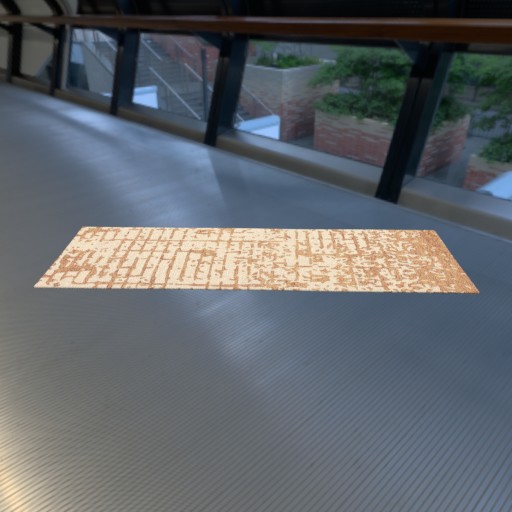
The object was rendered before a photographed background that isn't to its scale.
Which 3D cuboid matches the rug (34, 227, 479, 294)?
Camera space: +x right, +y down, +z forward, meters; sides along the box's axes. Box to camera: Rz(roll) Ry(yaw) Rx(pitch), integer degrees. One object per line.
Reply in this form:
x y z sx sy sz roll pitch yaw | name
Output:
0.000 0.000 2.741 2.435 0.011 0.750 1 30 1 | rug
